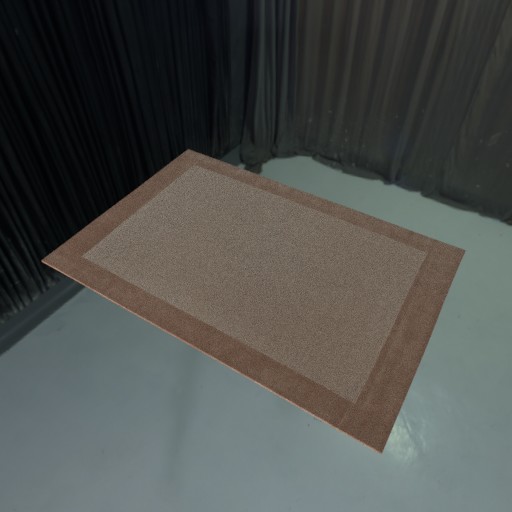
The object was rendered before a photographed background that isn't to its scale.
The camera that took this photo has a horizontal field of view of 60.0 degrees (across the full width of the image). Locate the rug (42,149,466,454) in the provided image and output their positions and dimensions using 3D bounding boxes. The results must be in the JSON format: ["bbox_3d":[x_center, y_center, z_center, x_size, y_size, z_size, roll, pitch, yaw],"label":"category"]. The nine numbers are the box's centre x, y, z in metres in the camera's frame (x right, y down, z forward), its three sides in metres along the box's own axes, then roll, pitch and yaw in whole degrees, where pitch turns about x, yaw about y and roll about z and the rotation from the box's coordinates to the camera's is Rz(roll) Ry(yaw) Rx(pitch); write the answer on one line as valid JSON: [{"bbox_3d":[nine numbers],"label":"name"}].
[{"bbox_3d":[0.000,0.000,2.295,1.829,0.014,1.219,24,51,21],"label":"rug"}]
